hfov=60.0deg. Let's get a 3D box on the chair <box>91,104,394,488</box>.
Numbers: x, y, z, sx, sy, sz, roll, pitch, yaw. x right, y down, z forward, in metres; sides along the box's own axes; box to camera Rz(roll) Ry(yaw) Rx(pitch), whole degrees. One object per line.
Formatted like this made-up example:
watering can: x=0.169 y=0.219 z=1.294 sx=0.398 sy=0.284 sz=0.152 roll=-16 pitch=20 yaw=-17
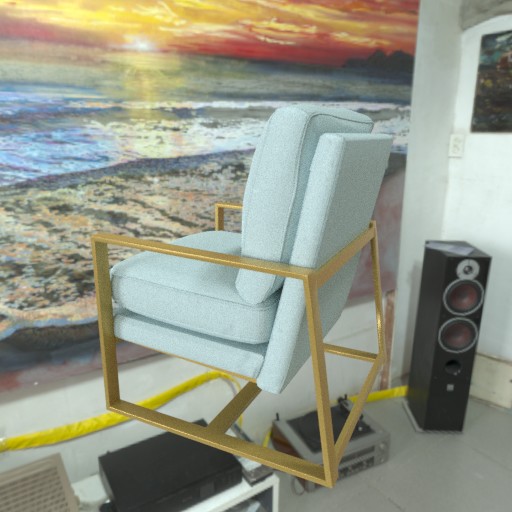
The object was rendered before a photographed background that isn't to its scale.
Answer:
chair: x=0.000 y=0.000 z=1.510 sx=0.813 sy=0.956 sz=0.758 roll=7 pitch=17 yaw=25
